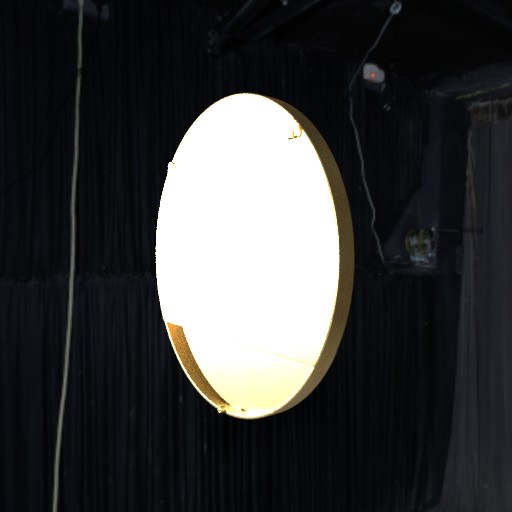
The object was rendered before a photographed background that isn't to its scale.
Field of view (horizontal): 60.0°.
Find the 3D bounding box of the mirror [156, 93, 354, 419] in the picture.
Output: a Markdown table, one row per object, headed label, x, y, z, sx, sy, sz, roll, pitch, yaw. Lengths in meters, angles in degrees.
| label | x | y | z | sx | sy | sz | roll | pitch | yaw |
| --- | --- | --- | --- | --- | --- | --- | --- | --- | --- |
| mirror | 0.000 | 0.000 | 0.684 | 0.133 | 0.457 | 0.457 | -1 | 1 | -37 |
